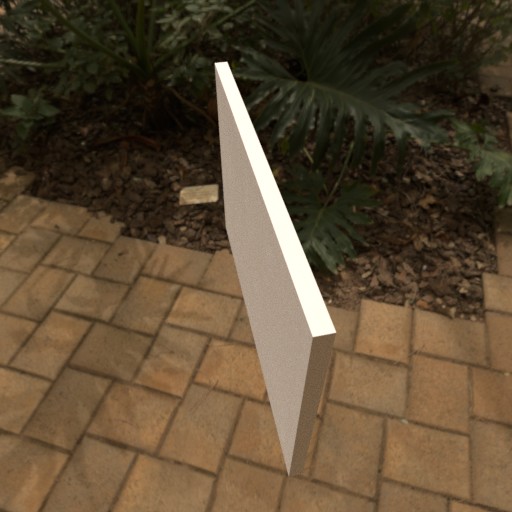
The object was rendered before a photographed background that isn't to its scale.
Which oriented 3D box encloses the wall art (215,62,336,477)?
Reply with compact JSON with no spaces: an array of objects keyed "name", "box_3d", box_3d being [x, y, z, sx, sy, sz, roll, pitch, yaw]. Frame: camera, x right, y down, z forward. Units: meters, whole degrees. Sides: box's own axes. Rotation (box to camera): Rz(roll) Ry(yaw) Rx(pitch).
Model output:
[{"name":"wall art","box_3d":[0.000,0.000,1.670,0.051,0.902,1.308,-9,48,-8]}]
